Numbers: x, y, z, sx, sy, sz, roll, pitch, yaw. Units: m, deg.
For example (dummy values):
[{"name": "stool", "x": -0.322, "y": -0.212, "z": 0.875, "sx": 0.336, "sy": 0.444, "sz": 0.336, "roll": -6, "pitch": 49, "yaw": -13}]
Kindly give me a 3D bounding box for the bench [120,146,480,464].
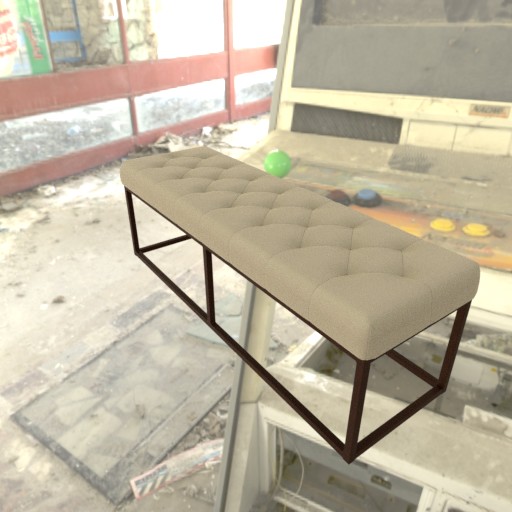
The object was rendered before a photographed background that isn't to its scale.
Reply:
[{"name": "bench", "x": 0.000, "y": 0.000, "z": 1.709, "sx": 0.479, "sy": 0.488, "sz": 1.488, "roll": -20, "pitch": 35, "yaw": -31}]
